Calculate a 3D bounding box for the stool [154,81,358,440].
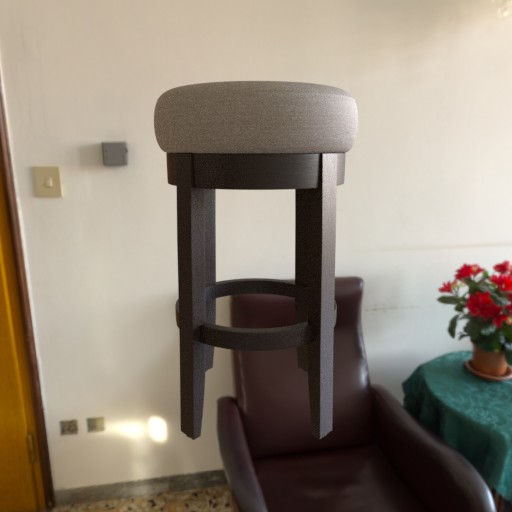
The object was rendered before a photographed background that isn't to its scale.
[{"bbox_3d":[0.000,0.000,1.056,0.443,0.757,0.443,0,14,0],"label":"stool"}]
